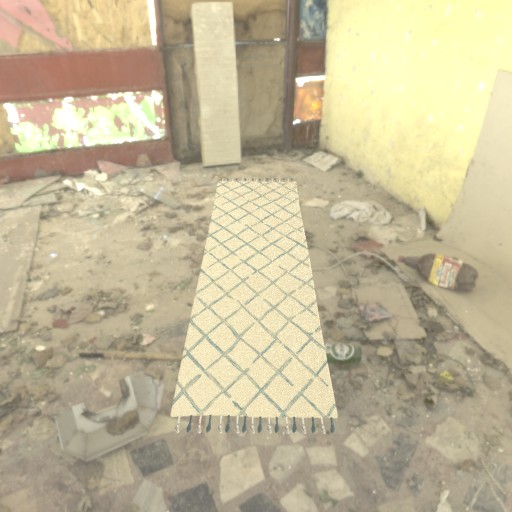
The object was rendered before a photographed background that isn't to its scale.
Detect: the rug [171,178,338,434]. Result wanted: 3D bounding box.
[{"bbox_3d":[0.000,0.000,2.582,0.620,0.008,2.372,0,32,0],"label":"rug"}]
